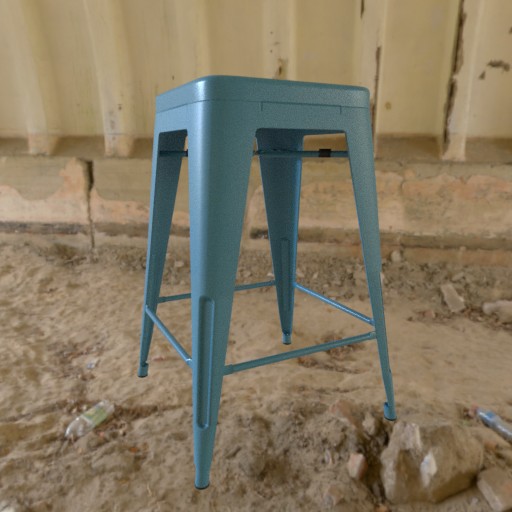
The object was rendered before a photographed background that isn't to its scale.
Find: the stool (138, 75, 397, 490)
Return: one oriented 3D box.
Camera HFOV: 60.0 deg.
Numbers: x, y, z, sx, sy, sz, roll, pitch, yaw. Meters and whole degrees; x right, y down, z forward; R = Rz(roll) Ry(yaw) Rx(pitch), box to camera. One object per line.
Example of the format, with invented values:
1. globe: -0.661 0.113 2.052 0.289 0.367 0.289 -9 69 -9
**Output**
1. stool: 0.000 0.000 0.870 0.410 0.608 0.410 -7 15 -26
